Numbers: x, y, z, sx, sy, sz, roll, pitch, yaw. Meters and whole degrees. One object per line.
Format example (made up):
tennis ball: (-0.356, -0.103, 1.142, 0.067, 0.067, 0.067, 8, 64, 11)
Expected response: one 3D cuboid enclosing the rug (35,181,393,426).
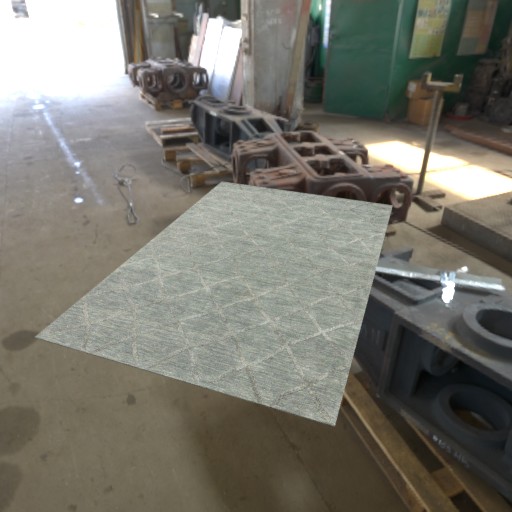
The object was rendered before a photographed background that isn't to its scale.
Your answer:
rug: (0.000, 0.000, 2.918, 1.521, 0.006, 2.283, 11, 32, 18)
